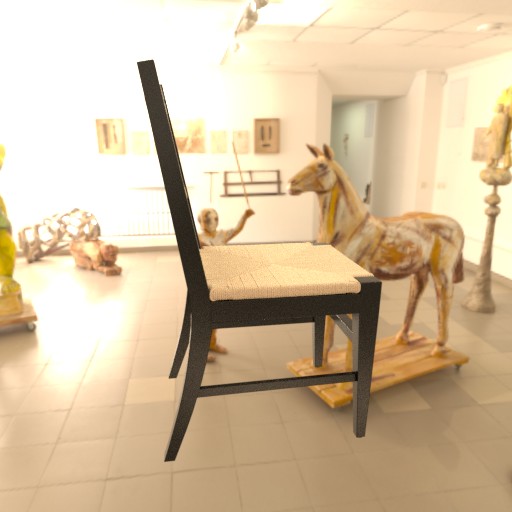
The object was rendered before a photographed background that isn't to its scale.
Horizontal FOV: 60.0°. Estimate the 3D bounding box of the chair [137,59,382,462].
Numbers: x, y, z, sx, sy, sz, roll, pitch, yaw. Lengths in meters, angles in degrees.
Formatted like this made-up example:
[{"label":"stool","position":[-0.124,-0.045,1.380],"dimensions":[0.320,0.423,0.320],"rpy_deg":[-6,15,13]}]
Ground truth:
[{"label":"chair","position":[0.000,0.000,1.226],"dimensions":[0.552,0.927,0.437],"rpy_deg":[-2,15,-9]}]
